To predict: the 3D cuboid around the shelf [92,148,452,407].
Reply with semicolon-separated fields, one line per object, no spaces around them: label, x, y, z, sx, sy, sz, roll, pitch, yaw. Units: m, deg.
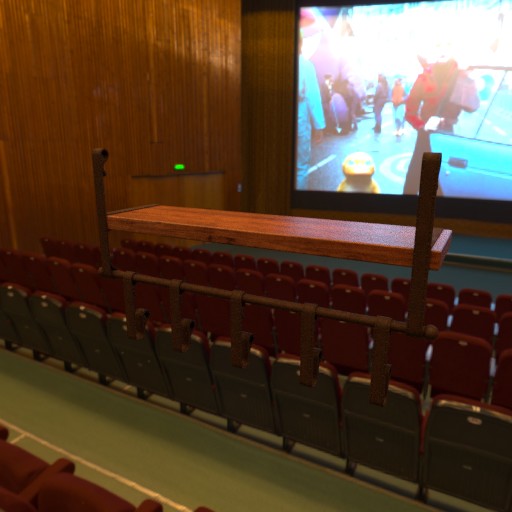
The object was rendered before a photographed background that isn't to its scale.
shelf;0.000;0.000;0.705;0.567;0.330;0.146;8;16;27
